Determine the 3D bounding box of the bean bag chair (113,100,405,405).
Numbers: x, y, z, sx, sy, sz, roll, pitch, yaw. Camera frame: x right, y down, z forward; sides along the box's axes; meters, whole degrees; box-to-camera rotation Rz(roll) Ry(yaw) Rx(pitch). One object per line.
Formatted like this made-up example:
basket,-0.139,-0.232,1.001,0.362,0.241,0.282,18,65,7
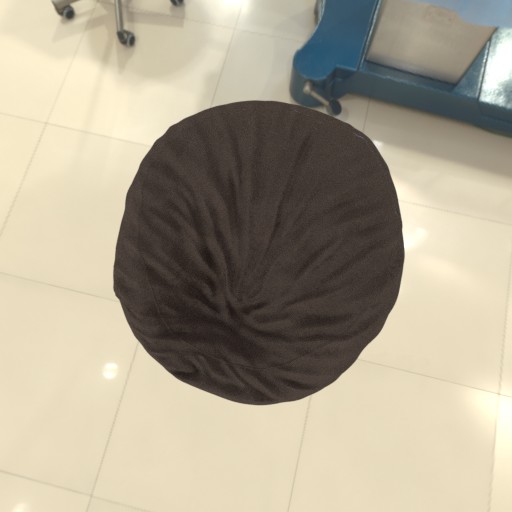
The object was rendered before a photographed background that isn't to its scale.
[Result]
bean bag chair,0.000,0.000,2.009,1.245,0.821,1.245,0,75,0
